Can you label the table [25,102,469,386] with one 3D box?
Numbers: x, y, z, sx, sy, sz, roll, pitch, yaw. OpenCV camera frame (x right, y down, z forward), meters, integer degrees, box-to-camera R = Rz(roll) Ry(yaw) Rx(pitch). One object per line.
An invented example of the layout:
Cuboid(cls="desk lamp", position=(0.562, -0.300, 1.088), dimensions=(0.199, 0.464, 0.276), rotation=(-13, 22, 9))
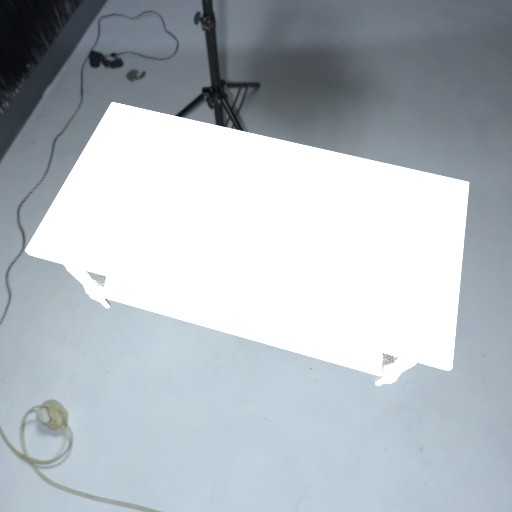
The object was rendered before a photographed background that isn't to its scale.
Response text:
Cuboid(cls="table", position=(0.000, 0.000, 1.440), dimensions=(1.107, 0.510, 0.550), rotation=(15, 64, 7))
